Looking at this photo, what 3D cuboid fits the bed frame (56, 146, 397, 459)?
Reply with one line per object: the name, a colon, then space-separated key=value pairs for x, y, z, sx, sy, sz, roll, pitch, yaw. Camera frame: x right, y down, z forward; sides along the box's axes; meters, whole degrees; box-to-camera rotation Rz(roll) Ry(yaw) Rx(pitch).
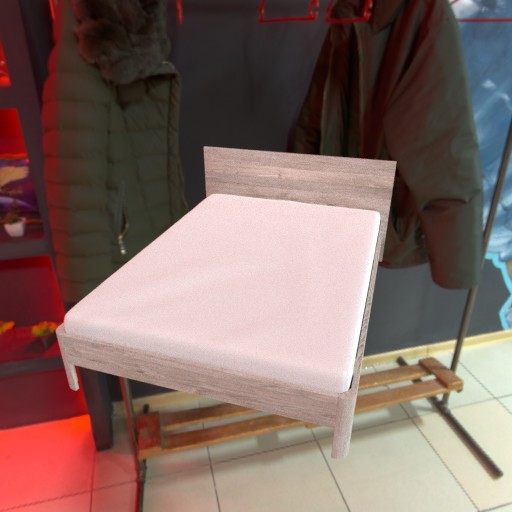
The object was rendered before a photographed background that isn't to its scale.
bed frame: x=0.000 y=0.000 z=2.733 sx=1.490 sy=0.800 sz=1.950 roll=8 pitch=28 yaw=16
